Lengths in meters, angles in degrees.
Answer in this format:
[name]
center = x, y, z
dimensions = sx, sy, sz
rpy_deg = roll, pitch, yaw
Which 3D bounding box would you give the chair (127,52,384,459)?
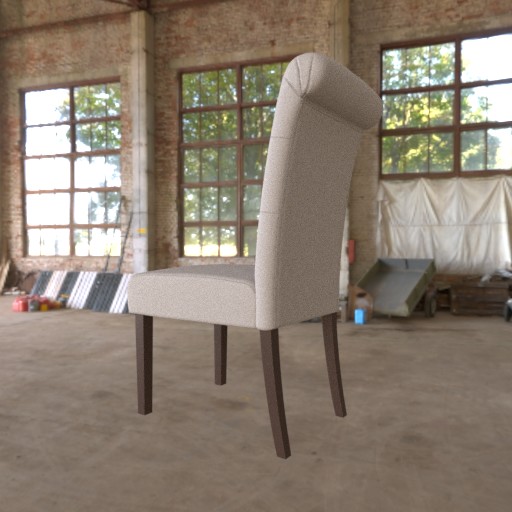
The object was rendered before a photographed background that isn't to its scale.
[chair]
center = 0.000, 0.000, 1.376
dimensions = 0.671, 1.006, 0.456
rpy_deg = 1, 2, 36
